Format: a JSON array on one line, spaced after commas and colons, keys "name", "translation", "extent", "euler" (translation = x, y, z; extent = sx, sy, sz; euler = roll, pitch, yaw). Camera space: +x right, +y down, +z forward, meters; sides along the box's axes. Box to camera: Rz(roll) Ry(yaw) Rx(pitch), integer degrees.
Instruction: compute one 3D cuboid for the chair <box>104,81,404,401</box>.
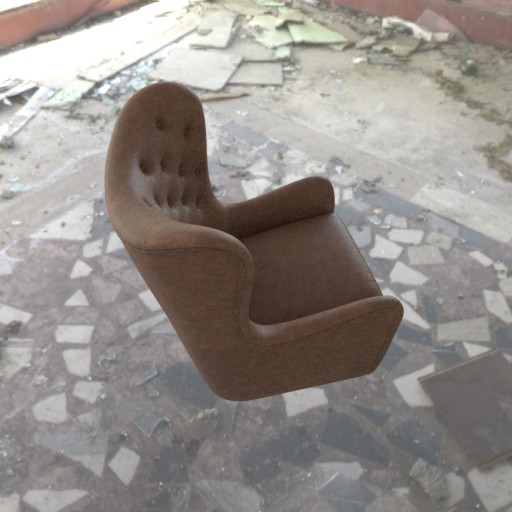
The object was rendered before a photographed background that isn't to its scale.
[{"name": "chair", "translation": [0.000, 0.000, 1.711], "extent": [0.930, 1.079, 0.831], "euler": [-10, 48, -9]}]
